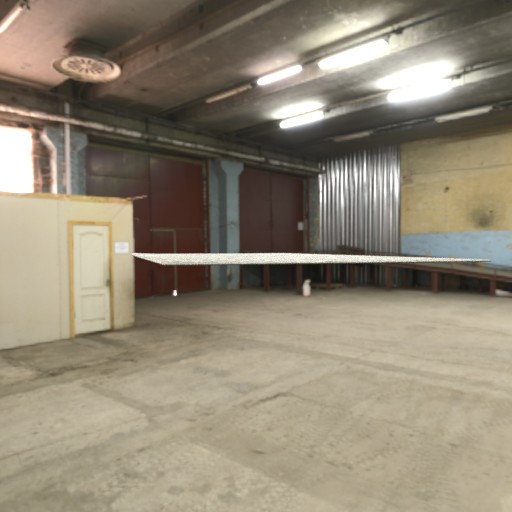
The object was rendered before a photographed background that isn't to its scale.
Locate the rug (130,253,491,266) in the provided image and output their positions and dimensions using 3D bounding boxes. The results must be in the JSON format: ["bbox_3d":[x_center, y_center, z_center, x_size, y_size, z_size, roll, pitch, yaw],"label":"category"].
[{"bbox_3d":[0.000,0.000,3.011,1.527,0.021,2.447,0,1,-19],"label":"rug"}]
